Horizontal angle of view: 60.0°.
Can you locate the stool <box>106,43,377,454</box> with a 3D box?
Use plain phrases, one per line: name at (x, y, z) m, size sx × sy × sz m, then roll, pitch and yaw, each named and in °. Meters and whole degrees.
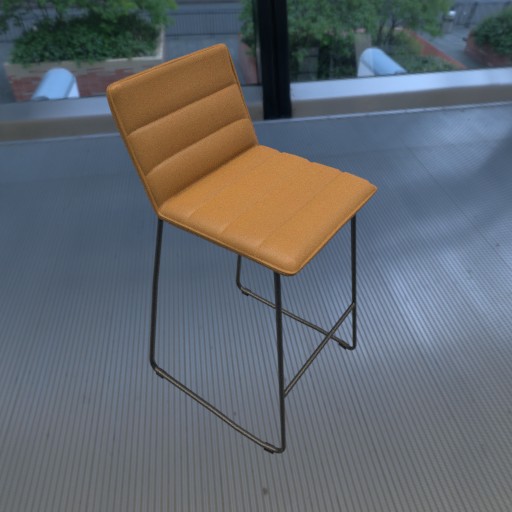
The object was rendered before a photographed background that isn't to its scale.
stool at (0.000, 0.000, 1.208) m, size 0.524 × 0.936 × 0.489 m, roll 26°, pitch 47°, yaw 26°
